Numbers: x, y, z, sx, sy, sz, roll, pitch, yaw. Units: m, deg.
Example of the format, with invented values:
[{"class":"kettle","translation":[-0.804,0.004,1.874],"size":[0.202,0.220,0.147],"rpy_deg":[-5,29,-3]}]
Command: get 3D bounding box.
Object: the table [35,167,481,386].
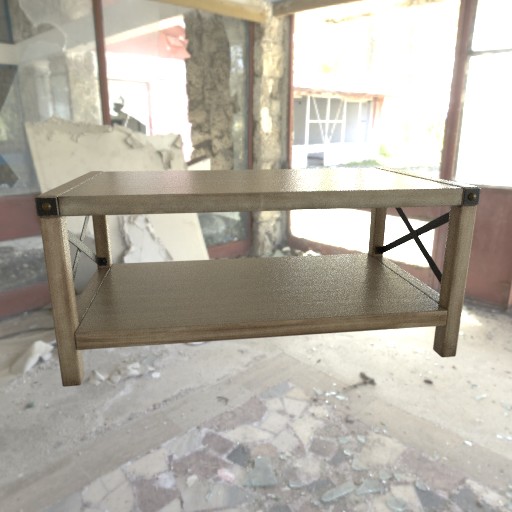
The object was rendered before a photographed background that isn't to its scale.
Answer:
[{"class":"table","translation":[0.000,0.000,1.304],"size":[1.016,0.456,0.559],"rpy_deg":[-2,16,-8]}]
